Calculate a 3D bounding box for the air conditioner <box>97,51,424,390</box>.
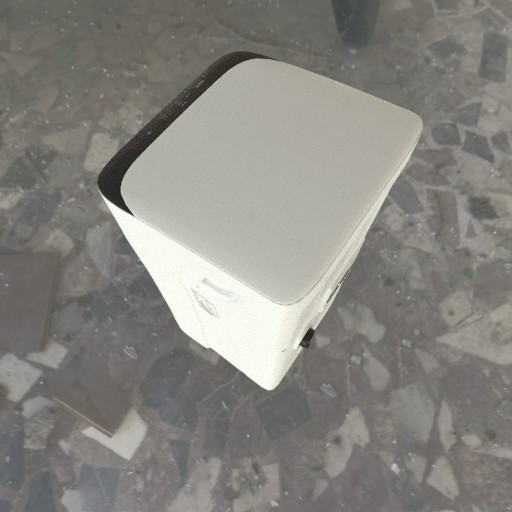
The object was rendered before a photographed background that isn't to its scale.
[{"bbox_3d":[0.000,0.000,0.911,0.369,0.716,0.352,32,68,15],"label":"air conditioner"}]
